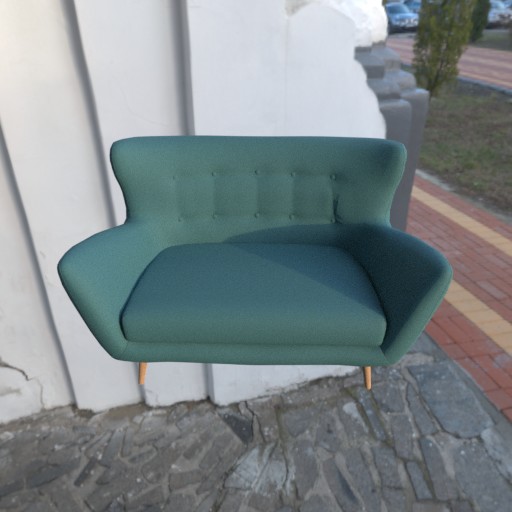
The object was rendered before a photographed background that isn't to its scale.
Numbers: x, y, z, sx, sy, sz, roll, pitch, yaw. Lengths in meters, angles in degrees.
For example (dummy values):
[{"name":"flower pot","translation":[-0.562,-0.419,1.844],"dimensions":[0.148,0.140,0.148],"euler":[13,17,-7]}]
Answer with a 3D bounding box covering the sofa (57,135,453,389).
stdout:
[{"name":"sofa","translation":[0.000,0.000,1.964],"dimensions":[1.397,0.889,0.889],"euler":[1,30,1]}]
